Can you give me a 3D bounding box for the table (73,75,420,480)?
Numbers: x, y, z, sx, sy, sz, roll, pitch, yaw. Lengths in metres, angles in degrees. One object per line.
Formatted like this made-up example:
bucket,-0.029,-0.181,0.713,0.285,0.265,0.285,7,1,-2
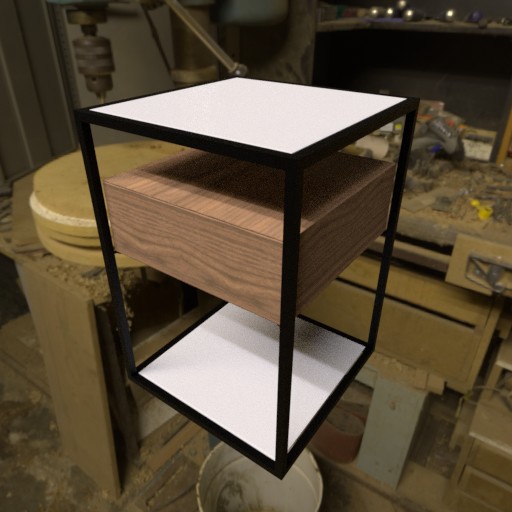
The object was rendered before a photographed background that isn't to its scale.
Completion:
table,0.000,0.000,0.812,0.378,0.540,0.378,20,36,30
